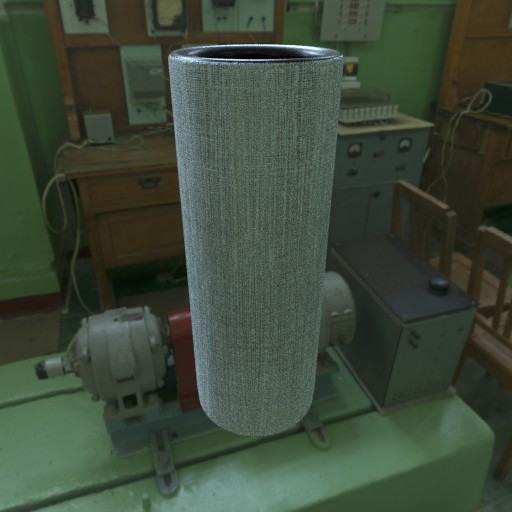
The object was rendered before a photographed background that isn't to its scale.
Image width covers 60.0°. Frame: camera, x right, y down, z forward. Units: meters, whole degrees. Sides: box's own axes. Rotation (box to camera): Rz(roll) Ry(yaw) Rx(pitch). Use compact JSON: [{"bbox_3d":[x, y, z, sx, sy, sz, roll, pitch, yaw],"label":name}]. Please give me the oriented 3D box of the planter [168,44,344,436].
[{"bbox_3d":[0.000,0.000,0.321,0.100,0.270,0.100,-11,31,-18],"label":"planter"}]
